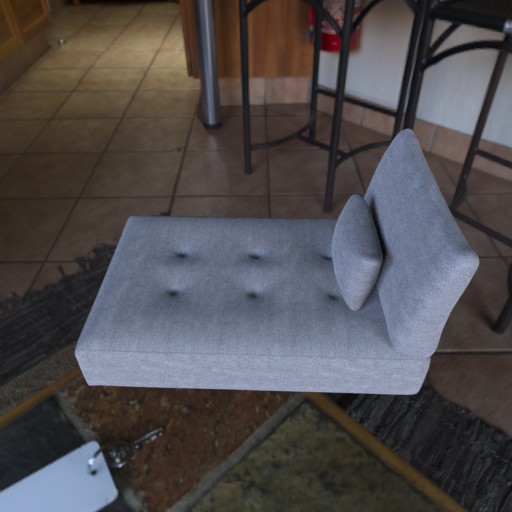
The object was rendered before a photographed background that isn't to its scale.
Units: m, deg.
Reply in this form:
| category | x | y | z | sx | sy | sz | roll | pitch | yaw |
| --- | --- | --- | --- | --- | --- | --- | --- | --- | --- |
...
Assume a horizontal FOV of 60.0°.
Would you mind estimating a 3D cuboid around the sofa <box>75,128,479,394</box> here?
| category | x | y | z | sx | sy | sz | roll | pitch | yaw |
| --- | --- | --- | --- | --- | --- | --- | --- | --- | --- |
| sofa | 0.000 | 0.000 | 1.982 | 1.450 | 0.820 | 0.930 | 1 | 42 | 1 |
